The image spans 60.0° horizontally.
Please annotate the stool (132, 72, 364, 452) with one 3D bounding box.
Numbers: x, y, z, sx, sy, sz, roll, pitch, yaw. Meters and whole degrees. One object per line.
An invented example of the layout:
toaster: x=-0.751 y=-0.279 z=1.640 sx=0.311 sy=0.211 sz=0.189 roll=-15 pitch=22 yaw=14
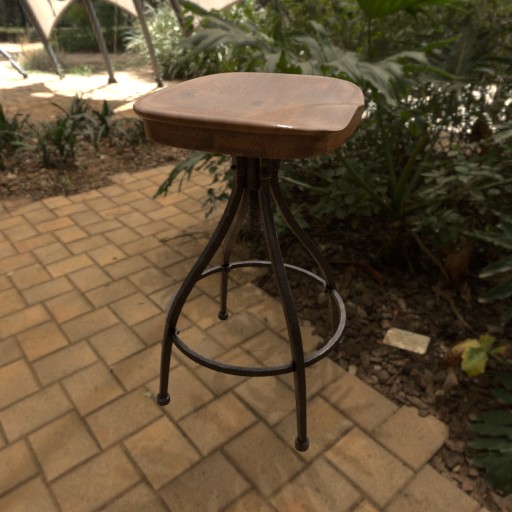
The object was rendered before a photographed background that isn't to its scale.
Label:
stool: x=0.000 y=0.000 z=0.977 sx=0.424 sy=0.694 sz=0.432 roll=11 pitch=32 yaw=18
